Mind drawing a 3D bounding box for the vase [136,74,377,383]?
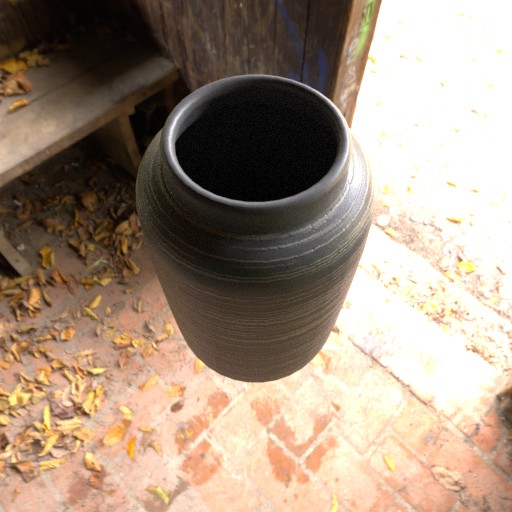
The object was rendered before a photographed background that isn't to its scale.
[{"bbox_3d":[0.000,0.000,0.680,0.297,0.499,0.297,0,59,0],"label":"vase"}]
